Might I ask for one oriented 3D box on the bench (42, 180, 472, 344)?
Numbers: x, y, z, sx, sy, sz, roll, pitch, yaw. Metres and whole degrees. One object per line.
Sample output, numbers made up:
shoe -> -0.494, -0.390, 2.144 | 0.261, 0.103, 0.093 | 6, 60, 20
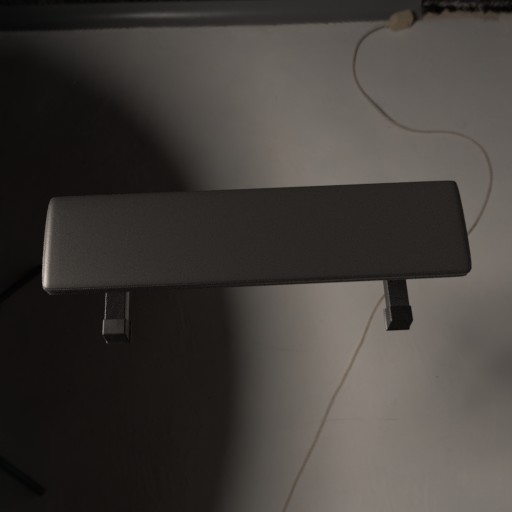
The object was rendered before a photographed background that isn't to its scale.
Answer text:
bench -> 0.000, 0.000, 1.321 | 1.072, 0.453, 0.439 | -3, 75, -1
